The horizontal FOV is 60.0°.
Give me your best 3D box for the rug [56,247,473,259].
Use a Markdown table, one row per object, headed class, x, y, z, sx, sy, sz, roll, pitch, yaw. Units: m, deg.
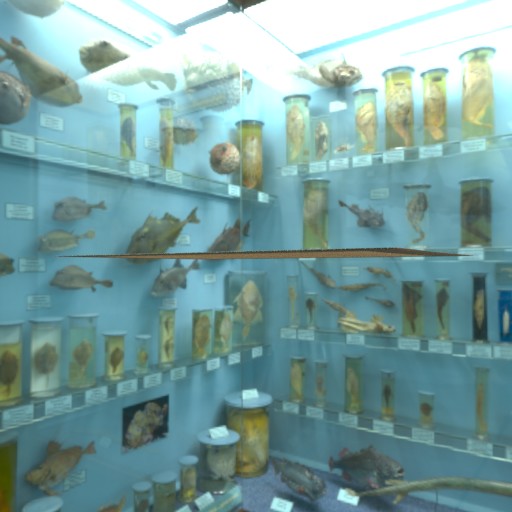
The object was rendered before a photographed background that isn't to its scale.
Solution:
| class | x | y | z | sx | sy | sz | roll | pitch | yaw |
| --- | --- | --- | --- | --- | --- | --- | --- | --- | --- |
| rug | 0.000 | 0.000 | 3.017 | 2.435 | 0.006 | 1.521 | -1 | -2 | 36 |
